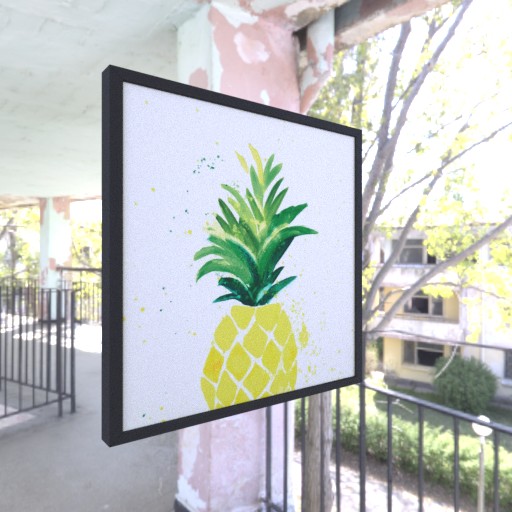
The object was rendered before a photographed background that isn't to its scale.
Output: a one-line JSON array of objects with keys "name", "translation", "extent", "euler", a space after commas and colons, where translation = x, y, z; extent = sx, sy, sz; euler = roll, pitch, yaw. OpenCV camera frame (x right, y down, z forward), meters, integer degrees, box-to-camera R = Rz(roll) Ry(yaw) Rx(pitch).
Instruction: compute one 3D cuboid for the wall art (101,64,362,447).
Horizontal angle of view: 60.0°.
[{"name": "wall art", "translation": [0.000, 0.000, 0.751], "extent": [0.508, 0.507, 0.033], "euler": [0, 0, -37]}]
